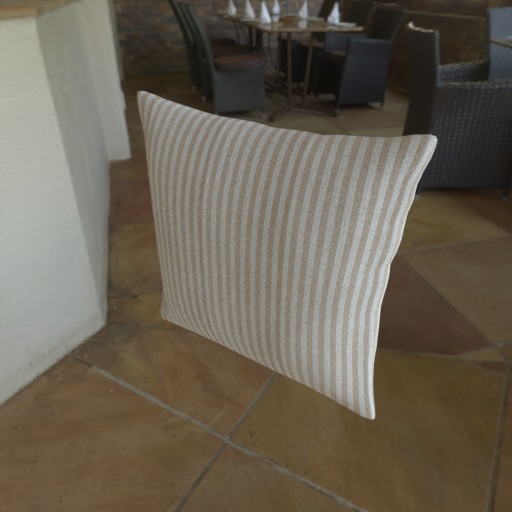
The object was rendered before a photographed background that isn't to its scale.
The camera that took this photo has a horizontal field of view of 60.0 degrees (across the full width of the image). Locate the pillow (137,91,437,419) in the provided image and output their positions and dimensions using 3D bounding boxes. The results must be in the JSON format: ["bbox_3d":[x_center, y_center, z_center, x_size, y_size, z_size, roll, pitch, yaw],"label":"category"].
[{"bbox_3d":[0.000,0.000,0.791,0.523,0.510,0.166,19,36,28],"label":"pillow"}]
